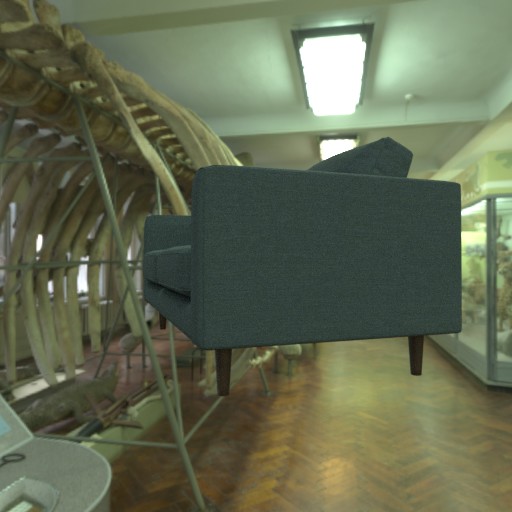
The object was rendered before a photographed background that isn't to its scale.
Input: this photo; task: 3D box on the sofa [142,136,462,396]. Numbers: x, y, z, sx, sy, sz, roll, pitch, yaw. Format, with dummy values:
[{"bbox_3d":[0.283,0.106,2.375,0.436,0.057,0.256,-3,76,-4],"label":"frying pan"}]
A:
[{"bbox_3d":[0.000,0.000,2.218,0.999,0.907,1.659,0,-1,-19],"label":"sofa"}]
